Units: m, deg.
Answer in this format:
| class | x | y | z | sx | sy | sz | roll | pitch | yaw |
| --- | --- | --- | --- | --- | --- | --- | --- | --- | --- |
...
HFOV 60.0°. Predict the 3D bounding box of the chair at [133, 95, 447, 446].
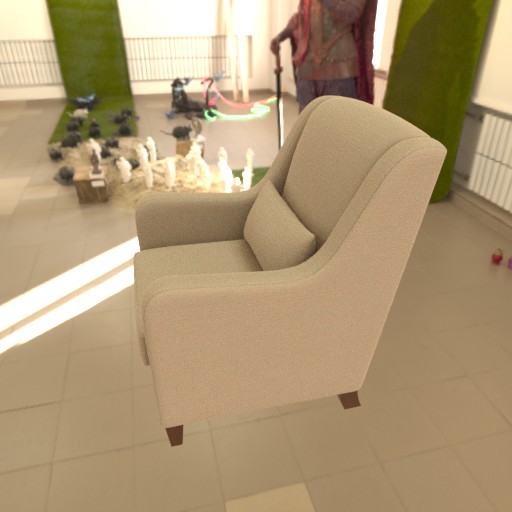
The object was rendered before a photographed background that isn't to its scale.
| class | x | y | z | sx | sy | sz | roll | pitch | yaw |
| --- | --- | --- | --- | --- | --- | --- | --- | --- | --- |
| chair | 0.000 | 0.000 | 1.623 | 0.896 | 1.017 | 0.715 | -8 | 32 | -13 |
